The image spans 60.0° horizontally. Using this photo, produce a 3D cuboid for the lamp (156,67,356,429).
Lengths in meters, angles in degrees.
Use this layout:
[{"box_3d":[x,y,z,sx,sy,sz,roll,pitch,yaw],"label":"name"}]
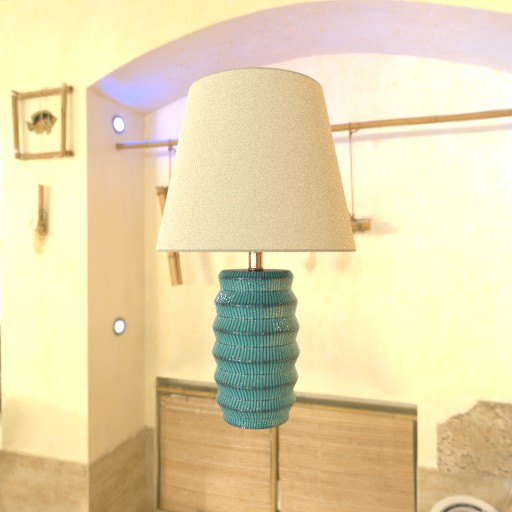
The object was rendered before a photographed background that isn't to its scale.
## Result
[{"box_3d":[0.000,0.000,0.801,0.355,0.582,0.355,0,1,0],"label":"lamp"}]
